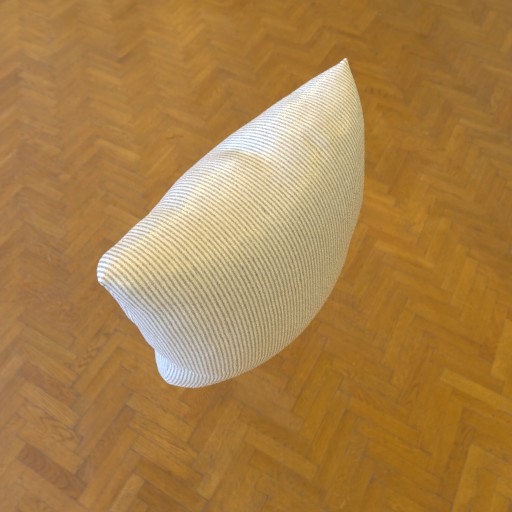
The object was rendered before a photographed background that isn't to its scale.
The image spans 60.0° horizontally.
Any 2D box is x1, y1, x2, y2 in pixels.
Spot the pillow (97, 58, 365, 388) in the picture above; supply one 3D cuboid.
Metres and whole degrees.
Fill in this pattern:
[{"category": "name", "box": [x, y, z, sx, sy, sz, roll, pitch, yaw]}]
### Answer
[{"category": "pillow", "box": [0.000, 0.000, 0.685, 0.387, 0.432, 0.310, -15, 59, -9]}]
